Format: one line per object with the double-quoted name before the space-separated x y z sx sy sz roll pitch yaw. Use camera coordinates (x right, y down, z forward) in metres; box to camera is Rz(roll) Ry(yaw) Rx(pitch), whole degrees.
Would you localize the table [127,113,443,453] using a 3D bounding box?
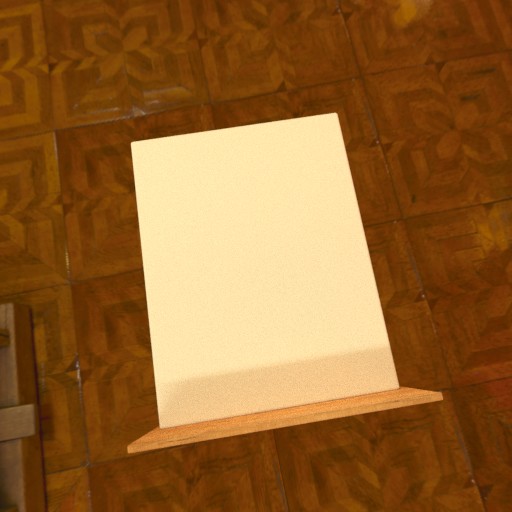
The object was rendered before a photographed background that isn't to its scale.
"table" 0.000 0.000 3.115 1.707 1.041 2.149 -9 76 -2
